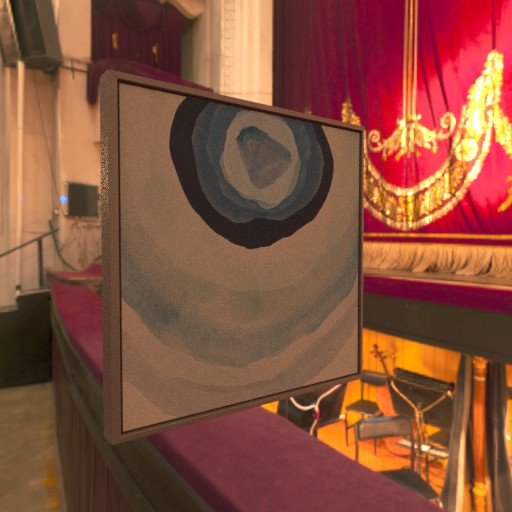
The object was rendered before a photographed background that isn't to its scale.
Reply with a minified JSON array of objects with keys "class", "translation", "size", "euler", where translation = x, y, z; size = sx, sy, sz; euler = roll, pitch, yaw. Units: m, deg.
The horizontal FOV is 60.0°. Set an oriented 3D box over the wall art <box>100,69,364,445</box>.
[{"class":"wall art","translation":[0.000,0.000,0.520],"size":[0.349,0.349,0.028],"euler":[-1,2,-36]}]
